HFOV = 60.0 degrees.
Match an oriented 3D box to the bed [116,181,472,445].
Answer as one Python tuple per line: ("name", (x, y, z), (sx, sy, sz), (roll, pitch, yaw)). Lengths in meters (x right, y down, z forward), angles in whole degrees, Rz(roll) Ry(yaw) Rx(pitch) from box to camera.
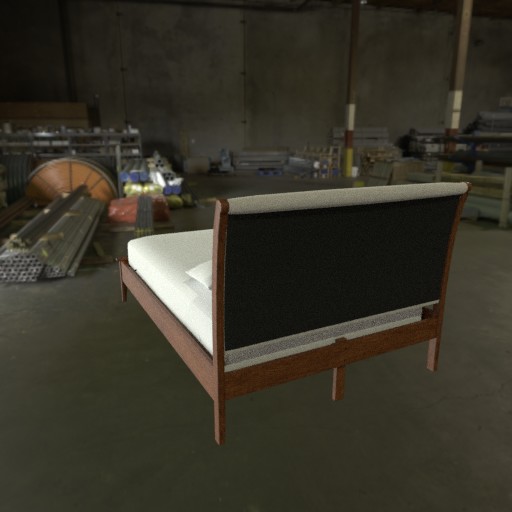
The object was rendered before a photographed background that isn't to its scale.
("bed", (0.000, 0.000, 3.320), (1.612, 1.250, 2.380), (-8, 17, -27))
